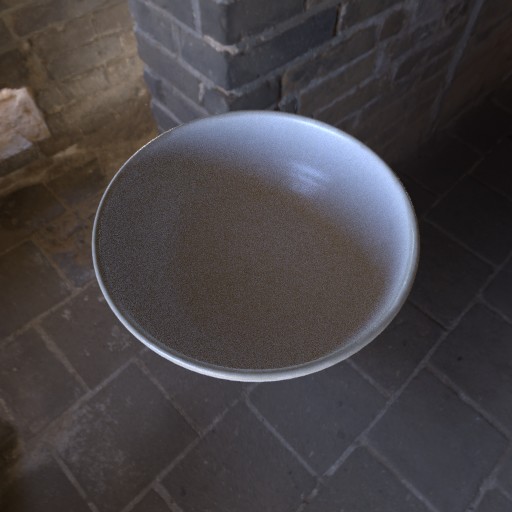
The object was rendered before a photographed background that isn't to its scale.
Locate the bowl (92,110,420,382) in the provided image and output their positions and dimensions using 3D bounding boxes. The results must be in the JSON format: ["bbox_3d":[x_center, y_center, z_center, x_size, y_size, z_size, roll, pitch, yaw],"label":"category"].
[{"bbox_3d":[0.000,0.000,0.418,0.268,0.121,0.268,0,58,0],"label":"bowl"}]
